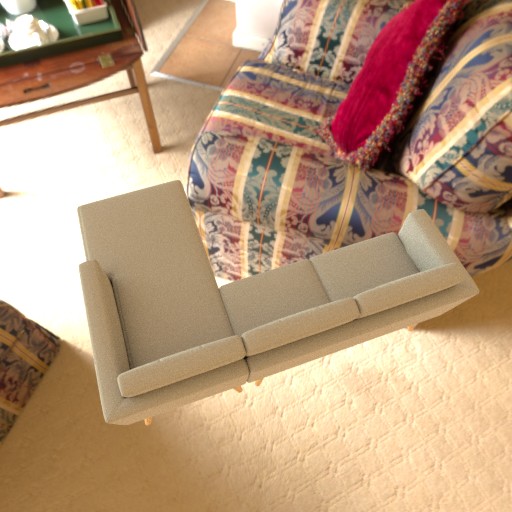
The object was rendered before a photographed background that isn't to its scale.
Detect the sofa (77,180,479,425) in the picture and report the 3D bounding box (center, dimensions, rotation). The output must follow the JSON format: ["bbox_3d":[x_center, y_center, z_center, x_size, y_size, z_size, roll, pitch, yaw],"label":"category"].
[{"bbox_3d":[0.000,0.000,2.800,2.040,0.860,1.530,-17,61,-10],"label":"sofa"}]
